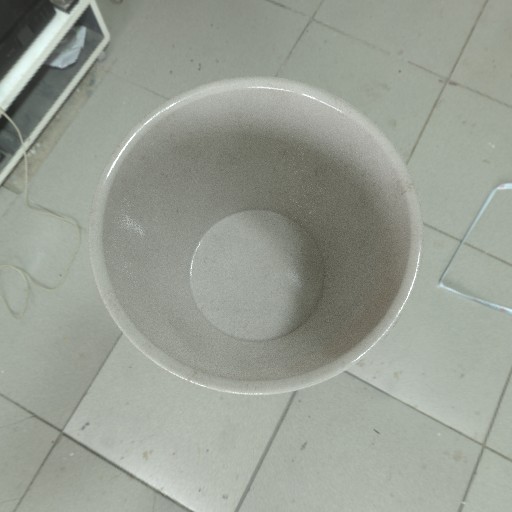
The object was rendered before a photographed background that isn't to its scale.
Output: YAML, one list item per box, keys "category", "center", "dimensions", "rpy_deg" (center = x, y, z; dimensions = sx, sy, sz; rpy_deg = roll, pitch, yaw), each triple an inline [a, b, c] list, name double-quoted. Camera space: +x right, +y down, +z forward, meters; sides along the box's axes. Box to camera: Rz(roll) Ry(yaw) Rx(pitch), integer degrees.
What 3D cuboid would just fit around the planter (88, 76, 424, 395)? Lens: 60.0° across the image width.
- category: "planter"
  center: [0.000, 0.000, 0.450]
  dimensions: [0.260, 0.220, 0.260]
  rpy_deg: [0, 75, 0]
